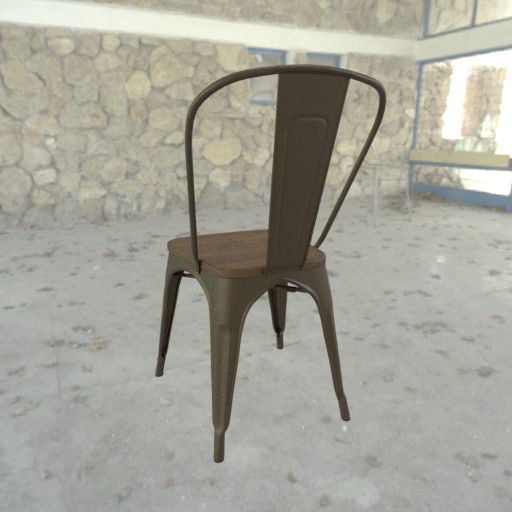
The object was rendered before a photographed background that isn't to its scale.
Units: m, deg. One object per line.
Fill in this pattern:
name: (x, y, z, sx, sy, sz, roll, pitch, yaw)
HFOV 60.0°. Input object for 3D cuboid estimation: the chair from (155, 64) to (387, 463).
chair: (0.000, 0.000, 1.138, 0.451, 0.844, 0.532, -7, 17, -24)
